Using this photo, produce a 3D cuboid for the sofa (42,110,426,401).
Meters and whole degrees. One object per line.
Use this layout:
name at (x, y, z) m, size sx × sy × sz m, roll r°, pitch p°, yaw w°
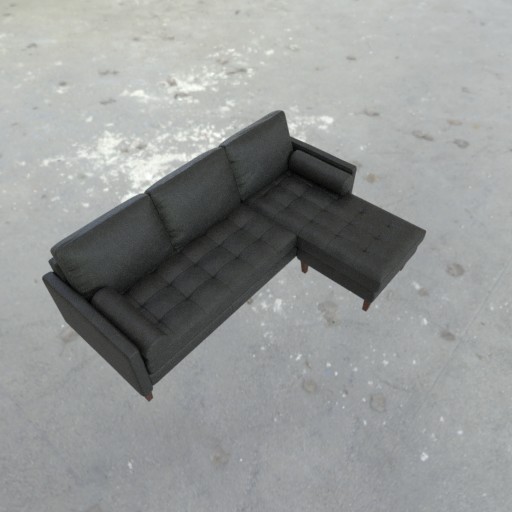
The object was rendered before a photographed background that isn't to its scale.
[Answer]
sofa at (0.000, 0.000, 2.959) m, size 1.497 × 0.876 × 2.178 m, roll 33°, pitch 55°, yaw 26°
